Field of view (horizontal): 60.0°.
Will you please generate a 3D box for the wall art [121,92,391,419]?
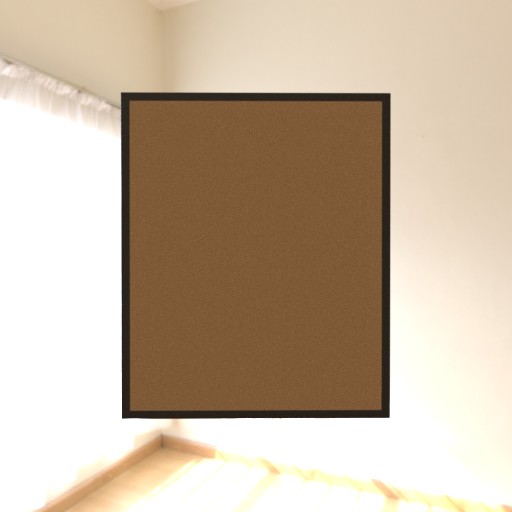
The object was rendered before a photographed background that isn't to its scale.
[{"bbox_3d":[0.000,0.000,0.798,0.481,0.582,0.018,0,0,0],"label":"wall art"}]
